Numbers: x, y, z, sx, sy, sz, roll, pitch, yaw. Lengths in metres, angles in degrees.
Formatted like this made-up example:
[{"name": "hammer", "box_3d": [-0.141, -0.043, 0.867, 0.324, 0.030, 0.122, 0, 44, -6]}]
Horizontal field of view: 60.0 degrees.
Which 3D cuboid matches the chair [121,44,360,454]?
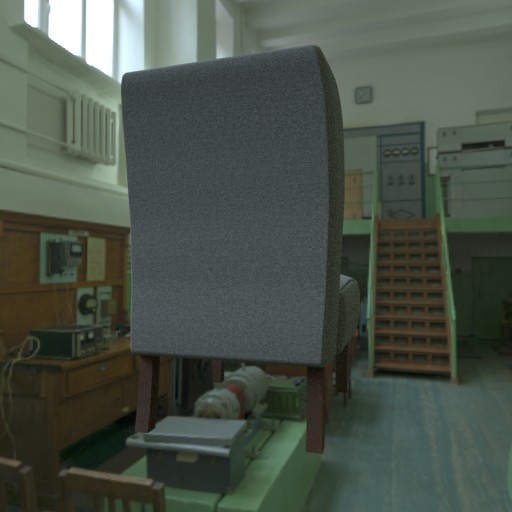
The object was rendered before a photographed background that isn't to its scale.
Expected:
[{"name": "chair", "box_3d": [0.000, 0.000, 1.177, 0.513, 0.804, 0.592, 0, -1, 16]}]
